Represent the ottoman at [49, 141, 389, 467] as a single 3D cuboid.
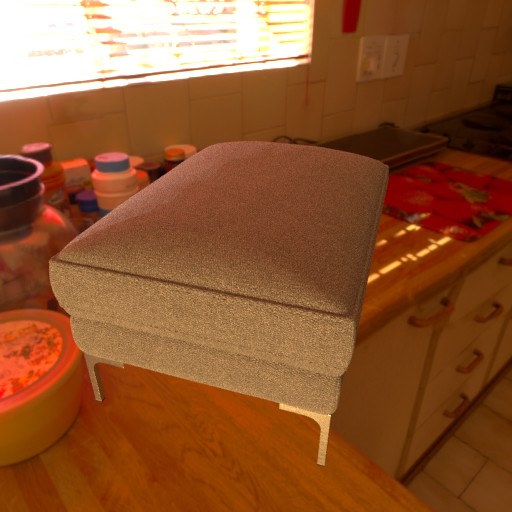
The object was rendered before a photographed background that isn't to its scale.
[{"bbox_3d":[0.000,0.000,1.148,0.583,0.464,0.785,9,32,16],"label":"ottoman"}]
